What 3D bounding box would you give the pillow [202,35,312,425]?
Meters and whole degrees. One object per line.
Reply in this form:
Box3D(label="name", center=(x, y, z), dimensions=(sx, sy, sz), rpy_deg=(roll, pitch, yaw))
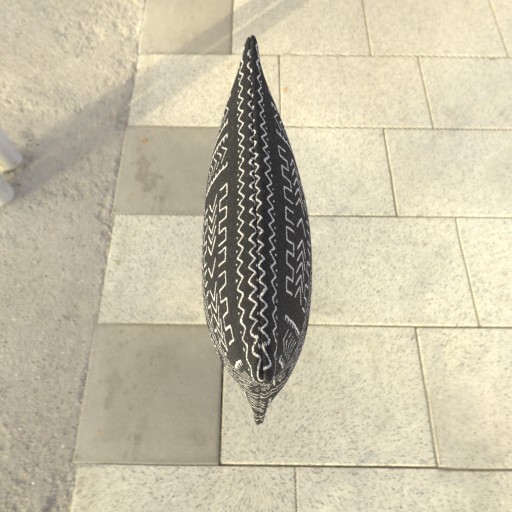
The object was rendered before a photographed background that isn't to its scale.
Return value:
Box3D(label="pillow", center=(0.000, 0.000, 0.659), dimensions=(0.164, 0.430, 0.438), rpy_deg=(-2, 65, -1))
